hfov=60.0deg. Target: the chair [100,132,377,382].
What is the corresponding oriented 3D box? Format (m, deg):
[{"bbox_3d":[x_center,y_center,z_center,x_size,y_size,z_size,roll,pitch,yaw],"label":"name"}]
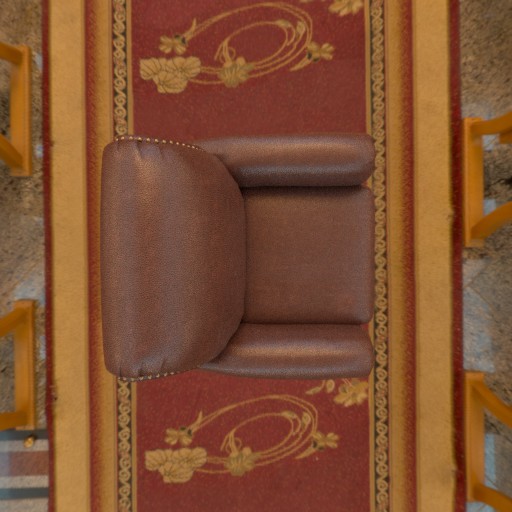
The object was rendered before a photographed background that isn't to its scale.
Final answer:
[{"bbox_3d":[0.000,0.000,1.638,0.890,0.927,0.854,0,92,-1],"label":"chair"}]
